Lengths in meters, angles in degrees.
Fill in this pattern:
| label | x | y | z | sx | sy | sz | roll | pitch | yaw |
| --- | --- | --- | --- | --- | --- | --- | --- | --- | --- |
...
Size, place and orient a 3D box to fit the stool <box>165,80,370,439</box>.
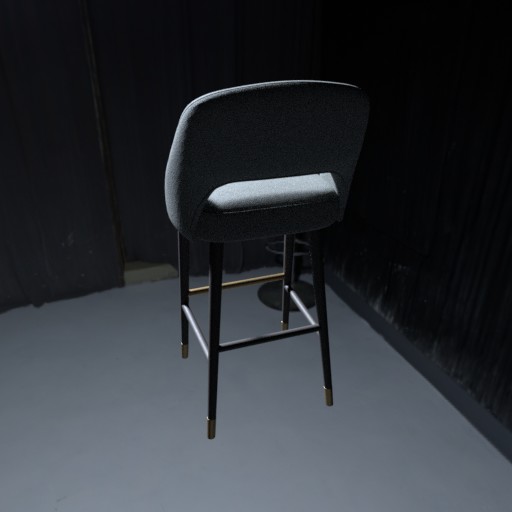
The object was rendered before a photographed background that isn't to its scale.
| label | x | y | z | sx | sy | sz | roll | pitch | yaw |
| --- | --- | --- | --- | --- | --- | --- | --- | --- | --- |
| stool | 0.000 | 0.000 | 1.416 | 0.536 | 1.089 | 0.524 | -9 | 28 | -17 |
